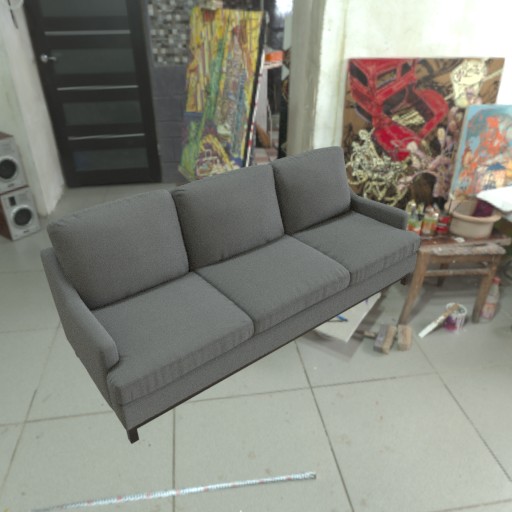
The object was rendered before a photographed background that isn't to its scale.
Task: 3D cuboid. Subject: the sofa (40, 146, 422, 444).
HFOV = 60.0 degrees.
[{"bbox_3d":[0.000,0.000,2.880,2.344,0.926,0.987,-22,37,-32],"label":"sofa"}]
